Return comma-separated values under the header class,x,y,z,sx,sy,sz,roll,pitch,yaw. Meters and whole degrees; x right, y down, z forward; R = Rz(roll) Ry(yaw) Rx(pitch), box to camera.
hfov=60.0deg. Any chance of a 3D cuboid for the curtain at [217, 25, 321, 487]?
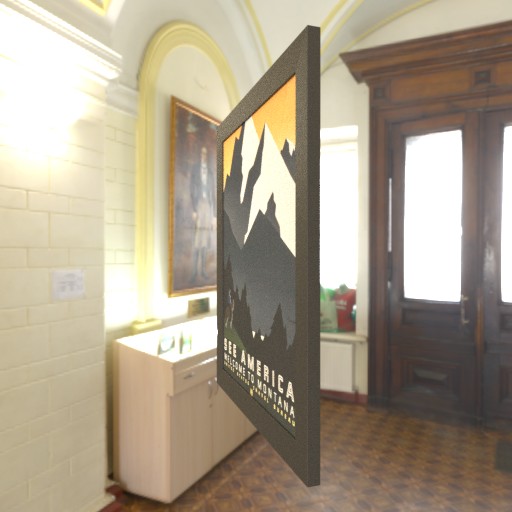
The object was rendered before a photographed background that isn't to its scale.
class,x,y,z,sx,sy,sz,roll,pitch,yaw
curtain,0.000,0.000,0.794,0.027,0.585,0.483,0,0,-19
